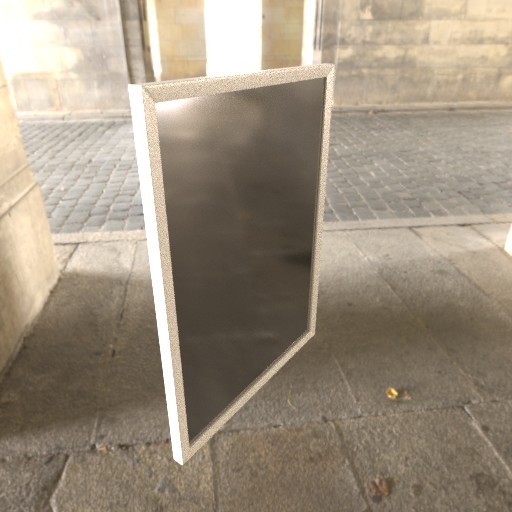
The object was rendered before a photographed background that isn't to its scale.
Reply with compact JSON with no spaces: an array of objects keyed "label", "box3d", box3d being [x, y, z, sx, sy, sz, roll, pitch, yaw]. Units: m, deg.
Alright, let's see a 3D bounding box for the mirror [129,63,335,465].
[{"label":"mirror","box3d":[0.000,0.000,1.319,0.040,1.016,0.762,18,32,32]}]
